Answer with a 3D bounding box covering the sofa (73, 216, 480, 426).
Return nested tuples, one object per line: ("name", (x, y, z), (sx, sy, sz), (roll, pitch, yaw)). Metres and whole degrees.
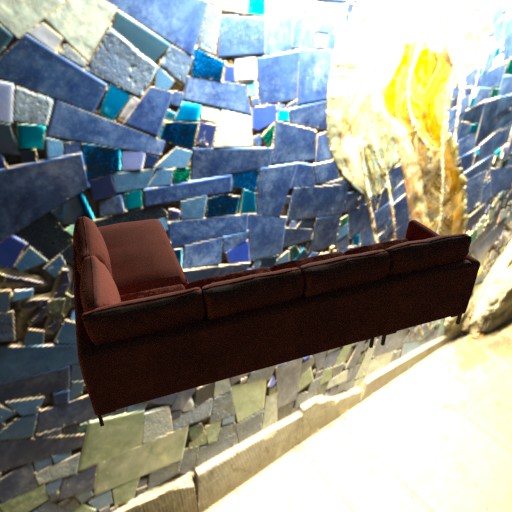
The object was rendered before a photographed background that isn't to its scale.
("sofa", (0.000, 0.000, 3.543), (2.736, 0.757, 1.879), (-11, 33, -18))
